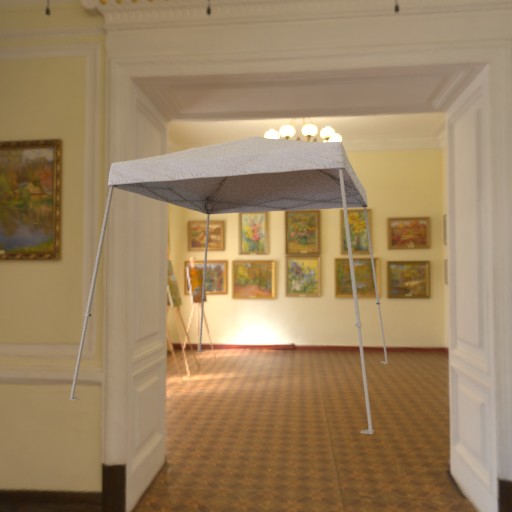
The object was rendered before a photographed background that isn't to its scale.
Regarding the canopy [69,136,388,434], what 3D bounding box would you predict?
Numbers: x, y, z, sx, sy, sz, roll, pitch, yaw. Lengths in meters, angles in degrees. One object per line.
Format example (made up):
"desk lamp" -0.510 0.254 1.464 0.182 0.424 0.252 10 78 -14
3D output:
"canopy" 0.000 0.000 6.609 3.599 3.600 3.600 -1 -2 19
